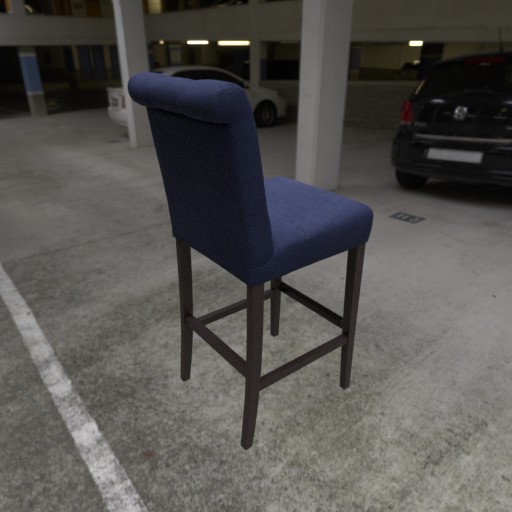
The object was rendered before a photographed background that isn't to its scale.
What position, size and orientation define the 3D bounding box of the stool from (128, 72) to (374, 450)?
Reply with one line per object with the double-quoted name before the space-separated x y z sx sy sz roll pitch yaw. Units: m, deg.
"stool" 0.000 0.000 1.486 0.601 1.140 0.493 -19 32 -33
